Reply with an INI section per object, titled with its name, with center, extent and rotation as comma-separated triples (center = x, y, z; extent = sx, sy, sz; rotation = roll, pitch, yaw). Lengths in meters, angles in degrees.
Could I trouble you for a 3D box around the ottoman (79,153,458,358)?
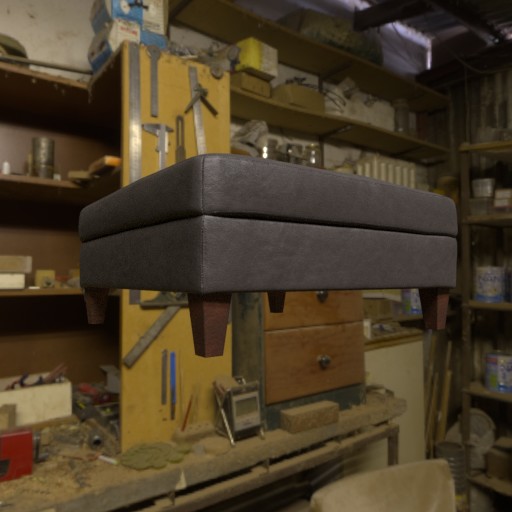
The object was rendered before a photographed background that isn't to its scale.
[ottoman]
center = 0.000, 0.000, 1.324
extent = 0.844, 0.415, 0.836
rotation = 2, -3, -36
